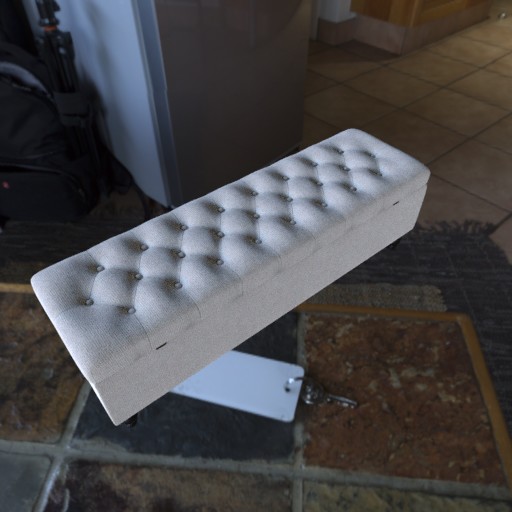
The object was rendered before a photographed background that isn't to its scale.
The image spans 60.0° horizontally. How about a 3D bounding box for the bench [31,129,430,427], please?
[{"bbox_3d":[0.000,0.000,1.724,1.480,0.467,0.455,-30,52,-26],"label":"bench"}]
